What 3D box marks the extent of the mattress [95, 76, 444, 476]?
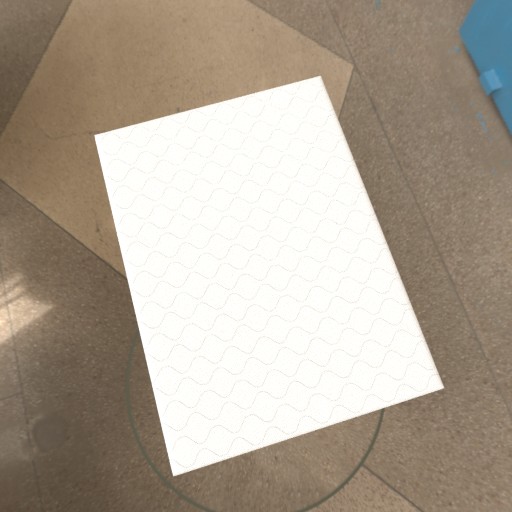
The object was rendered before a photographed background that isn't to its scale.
[{"bbox_3d":[0.000,0.000,2.473,1.400,0.200,1.900,-16,75,-4],"label":"mattress"}]
